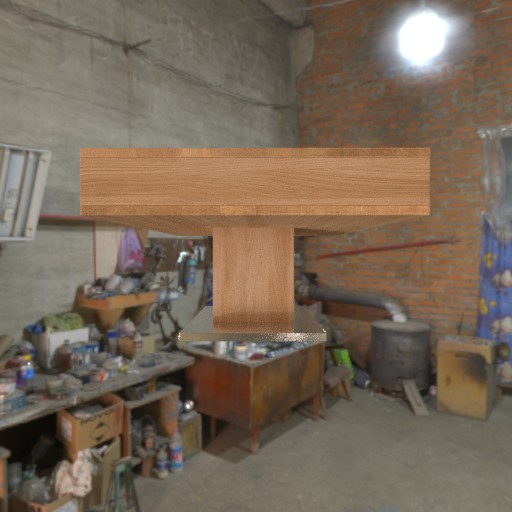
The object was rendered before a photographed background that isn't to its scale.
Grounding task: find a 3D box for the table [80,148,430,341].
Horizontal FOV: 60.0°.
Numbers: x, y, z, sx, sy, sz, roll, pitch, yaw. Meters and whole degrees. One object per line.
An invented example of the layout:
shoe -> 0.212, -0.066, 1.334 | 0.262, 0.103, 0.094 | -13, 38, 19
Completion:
table -> 0.000, 0.000, 1.435 | 0.700, 0.440, 1.100 | 0, 0, 0
